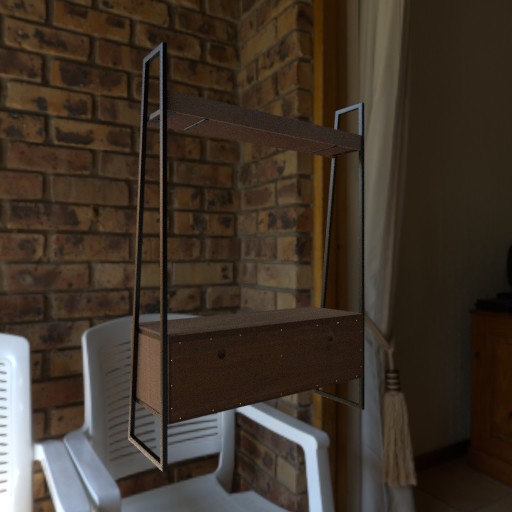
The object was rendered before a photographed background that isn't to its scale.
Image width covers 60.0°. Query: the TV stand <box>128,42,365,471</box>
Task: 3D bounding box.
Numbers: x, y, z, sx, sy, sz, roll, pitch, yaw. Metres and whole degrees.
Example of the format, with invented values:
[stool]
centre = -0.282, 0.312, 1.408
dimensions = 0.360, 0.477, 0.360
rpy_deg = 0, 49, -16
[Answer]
[TV stand]
centre = 0.000, 0.000, 2.356
dimensions = 1.250, 1.772, 0.432
rpy_deg = 0, 0, -36
